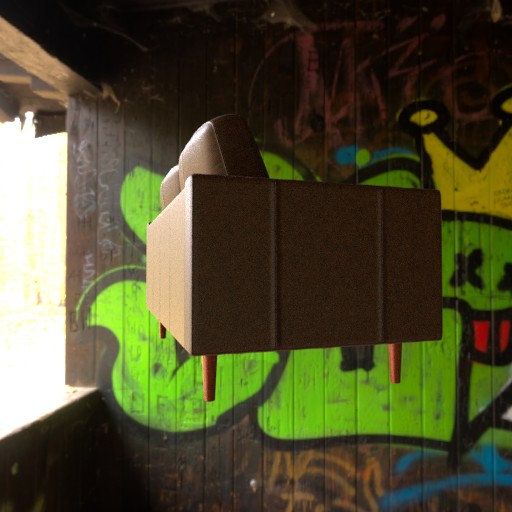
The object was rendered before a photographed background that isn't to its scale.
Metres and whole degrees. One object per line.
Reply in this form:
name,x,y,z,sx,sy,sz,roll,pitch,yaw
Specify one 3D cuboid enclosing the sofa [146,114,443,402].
sofa,0.000,0.000,2.138,0.909,0.951,1.578,0,-2,-18
